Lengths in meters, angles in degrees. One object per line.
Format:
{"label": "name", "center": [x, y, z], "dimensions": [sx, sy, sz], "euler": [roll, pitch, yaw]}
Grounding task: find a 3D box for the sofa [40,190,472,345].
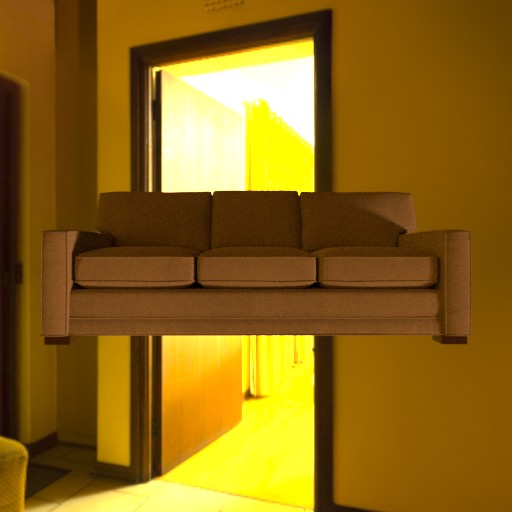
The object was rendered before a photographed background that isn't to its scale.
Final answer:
{"label": "sofa", "center": [0.000, 0.000, 2.591], "dimensions": [2.093, 0.862, 0.936], "euler": [0, 0, 0]}
